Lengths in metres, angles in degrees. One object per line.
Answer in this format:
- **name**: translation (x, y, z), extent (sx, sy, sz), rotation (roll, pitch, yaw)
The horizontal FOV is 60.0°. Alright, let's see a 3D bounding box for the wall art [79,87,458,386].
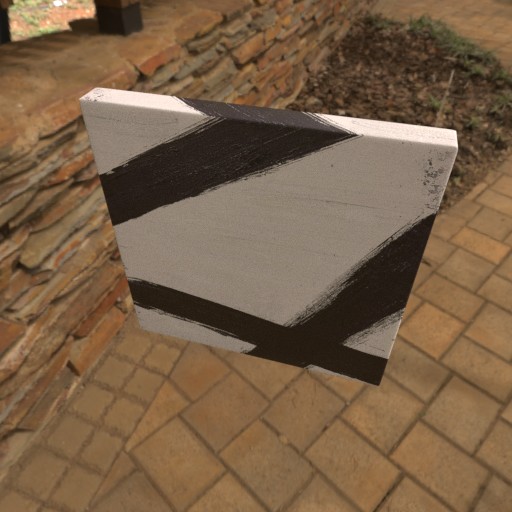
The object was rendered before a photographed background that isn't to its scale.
- **wall art**: translation (0.000, 0.000, 0.755), extent (0.507, 0.508, 0.050), rotation (11, 43, 12)
